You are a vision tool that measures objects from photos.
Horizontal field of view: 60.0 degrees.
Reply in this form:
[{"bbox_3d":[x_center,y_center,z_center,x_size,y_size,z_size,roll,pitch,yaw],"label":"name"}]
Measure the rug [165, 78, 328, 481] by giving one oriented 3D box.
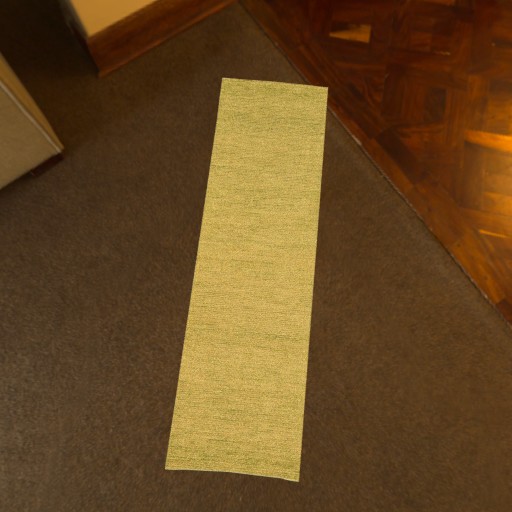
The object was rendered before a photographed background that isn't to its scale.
[{"bbox_3d":[0.000,0.000,2.556,0.686,0.013,2.340,6,75,2],"label":"rug"}]
